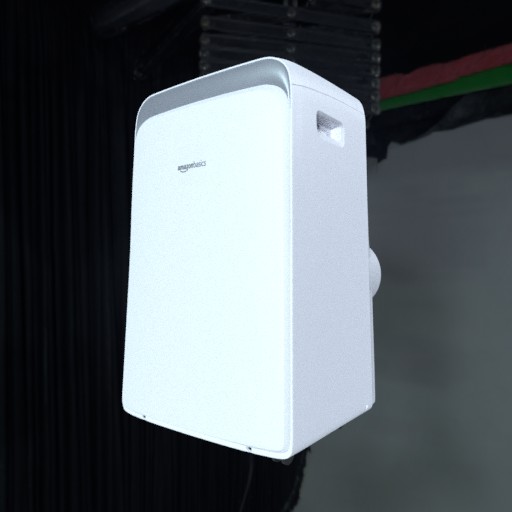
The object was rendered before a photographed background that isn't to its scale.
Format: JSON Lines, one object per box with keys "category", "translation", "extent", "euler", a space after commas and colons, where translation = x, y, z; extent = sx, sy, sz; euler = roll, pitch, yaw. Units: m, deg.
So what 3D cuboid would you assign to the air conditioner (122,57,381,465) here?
{"category": "air conditioner", "translation": [0.000, 0.000, 1.046], "extent": [0.478, 0.765, 0.467], "euler": [-1, -1, 36]}
